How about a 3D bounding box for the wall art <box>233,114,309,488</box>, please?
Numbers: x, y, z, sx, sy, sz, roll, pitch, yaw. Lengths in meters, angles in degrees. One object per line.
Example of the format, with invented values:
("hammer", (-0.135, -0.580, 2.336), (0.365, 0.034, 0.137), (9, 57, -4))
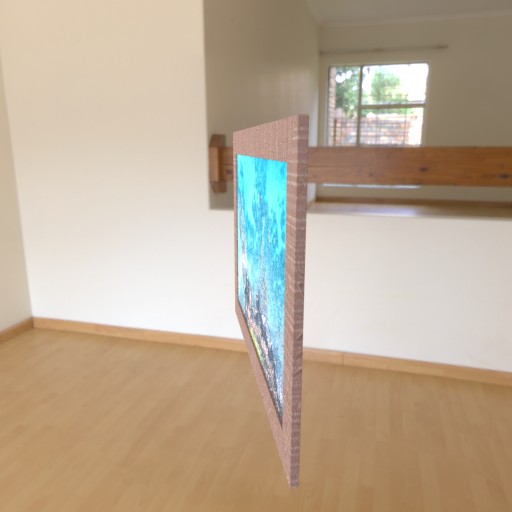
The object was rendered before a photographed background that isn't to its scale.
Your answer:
("wall art", (0.000, 0.000, 1.358), (0.020, 0.761, 1.056), (-2, 14, -9))
